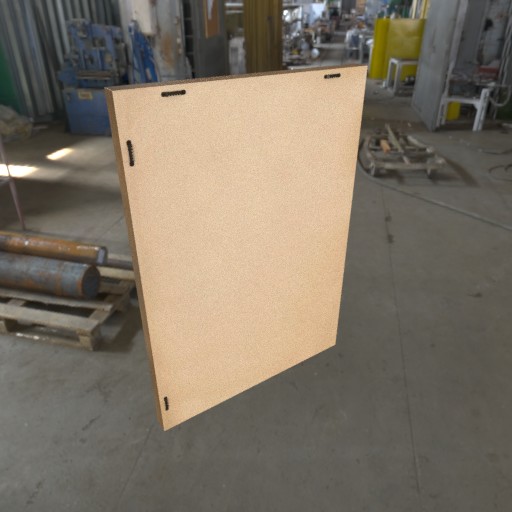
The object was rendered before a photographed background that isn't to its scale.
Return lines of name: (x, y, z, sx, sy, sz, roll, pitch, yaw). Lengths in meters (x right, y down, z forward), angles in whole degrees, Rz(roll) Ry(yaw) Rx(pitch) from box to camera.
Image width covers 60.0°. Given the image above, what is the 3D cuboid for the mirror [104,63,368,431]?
mirror: (0.000, 0.000, 0.931, 0.507, 0.710, 0.040, -19, 35, -29)
